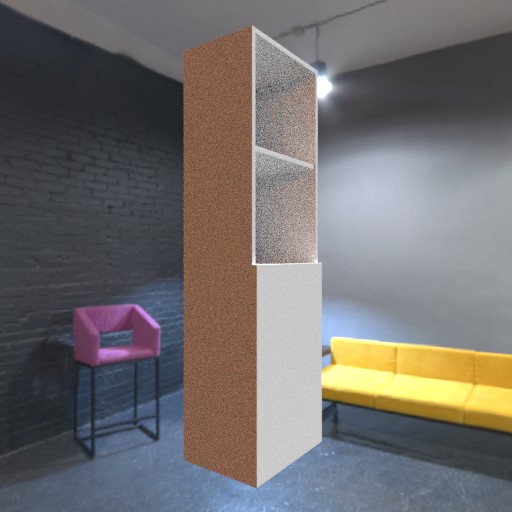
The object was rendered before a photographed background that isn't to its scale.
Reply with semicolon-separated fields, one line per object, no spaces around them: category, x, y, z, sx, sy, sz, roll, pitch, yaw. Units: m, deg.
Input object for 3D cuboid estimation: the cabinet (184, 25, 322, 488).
cabinet;0.000;0.000;1.537;0.300;1.350;0.400;0;0;36
